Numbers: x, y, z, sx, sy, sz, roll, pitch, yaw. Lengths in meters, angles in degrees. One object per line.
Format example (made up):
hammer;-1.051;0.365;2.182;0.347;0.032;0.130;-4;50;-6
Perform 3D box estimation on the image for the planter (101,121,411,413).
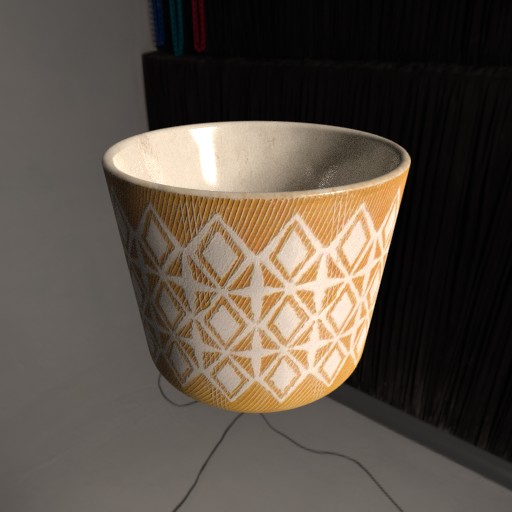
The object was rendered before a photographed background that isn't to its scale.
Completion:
planter;0.000;0.000;0.213;0.126;0.104;0.126;0;27;0
